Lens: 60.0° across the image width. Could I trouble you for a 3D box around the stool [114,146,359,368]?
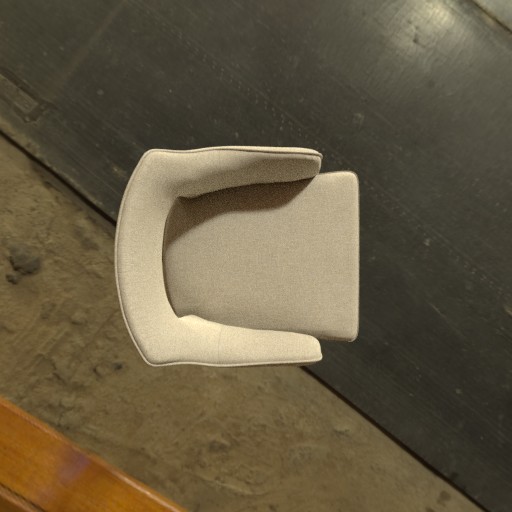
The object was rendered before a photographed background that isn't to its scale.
[{"bbox_3d":[0.000,0.000,1.380,0.560,1.041,0.550,0,91,1],"label":"stool"}]
